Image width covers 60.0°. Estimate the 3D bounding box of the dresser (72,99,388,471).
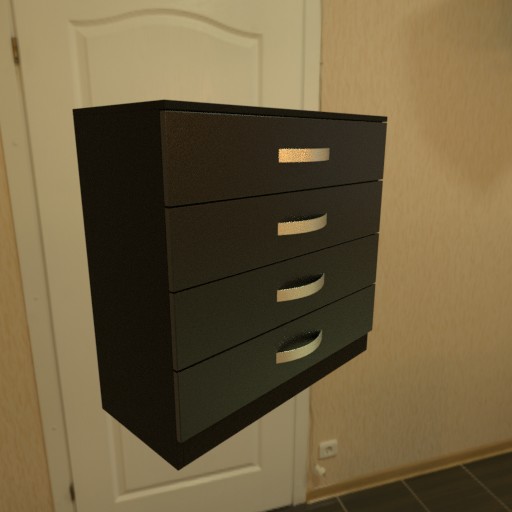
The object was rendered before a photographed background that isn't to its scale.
[{"bbox_3d":[0.000,0.000,1.171,0.360,0.720,0.750,14,20,42],"label":"dresser"}]
